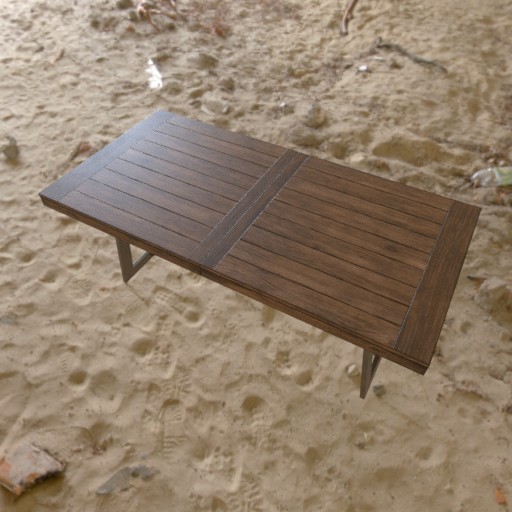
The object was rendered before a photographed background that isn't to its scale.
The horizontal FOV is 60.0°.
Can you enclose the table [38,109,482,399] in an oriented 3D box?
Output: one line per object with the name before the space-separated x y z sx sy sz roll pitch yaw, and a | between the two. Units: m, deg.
table | 0.000 0.000 2.358 1.867 0.757 0.931 22 50 20
